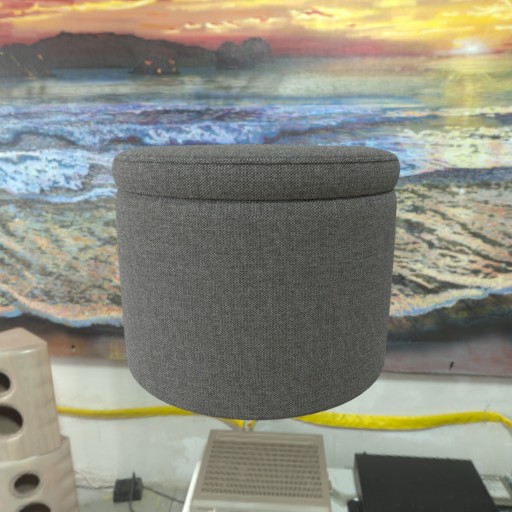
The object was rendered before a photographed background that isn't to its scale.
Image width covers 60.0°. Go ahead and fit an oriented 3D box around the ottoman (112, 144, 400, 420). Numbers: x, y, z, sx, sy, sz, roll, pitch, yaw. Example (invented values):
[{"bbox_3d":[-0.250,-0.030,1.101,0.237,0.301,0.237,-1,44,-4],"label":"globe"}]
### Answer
[{"bbox_3d":[0.000,0.000,0.877,0.520,0.430,0.520,0,14,0],"label":"ottoman"}]
